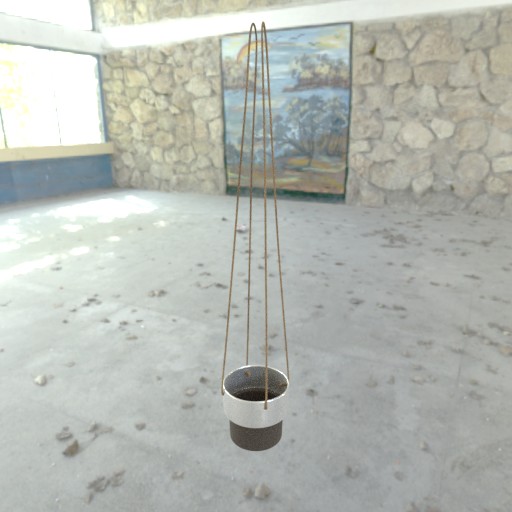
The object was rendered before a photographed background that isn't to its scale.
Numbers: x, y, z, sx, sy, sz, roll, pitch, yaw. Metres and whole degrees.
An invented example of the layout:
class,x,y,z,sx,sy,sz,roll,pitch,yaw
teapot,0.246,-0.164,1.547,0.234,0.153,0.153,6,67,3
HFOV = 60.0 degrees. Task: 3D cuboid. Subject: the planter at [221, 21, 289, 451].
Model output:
class,x,y,z,sx,sy,sz,roll,pitch,yaw
planter,0.000,0.000,1.129,0.187,1.073,0.187,9,19,27
